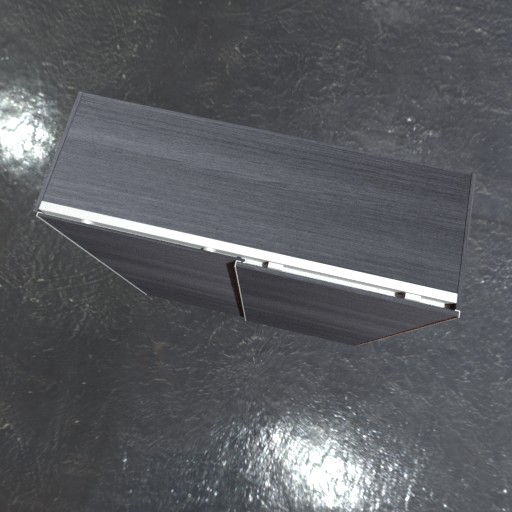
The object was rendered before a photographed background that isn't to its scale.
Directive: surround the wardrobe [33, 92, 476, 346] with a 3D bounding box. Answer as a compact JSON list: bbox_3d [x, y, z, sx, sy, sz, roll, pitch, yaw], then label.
[{"bbox_3d":[0.000,0.000,2.804,1.780,1.960,0.629,13,76,3],"label":"wardrobe"}]
